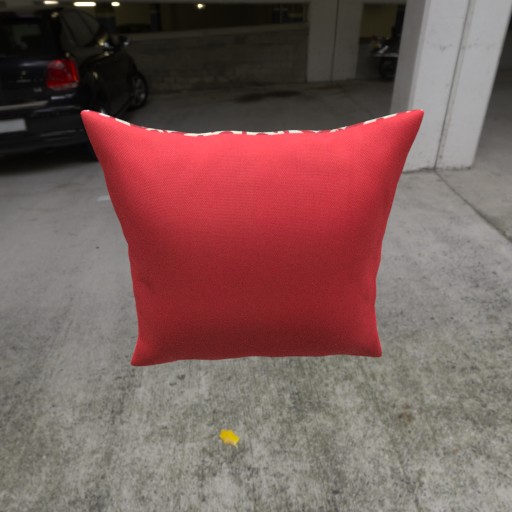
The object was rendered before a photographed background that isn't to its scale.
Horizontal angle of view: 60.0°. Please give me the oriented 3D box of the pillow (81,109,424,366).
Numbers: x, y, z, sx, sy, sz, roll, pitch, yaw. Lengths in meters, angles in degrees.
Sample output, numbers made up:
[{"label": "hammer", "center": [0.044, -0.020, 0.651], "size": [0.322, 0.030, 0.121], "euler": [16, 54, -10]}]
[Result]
[{"label": "pillow", "center": [0.000, 0.000, 0.792], "size": [0.522, 0.507, 0.192], "euler": [-1, 30, -2]}]
